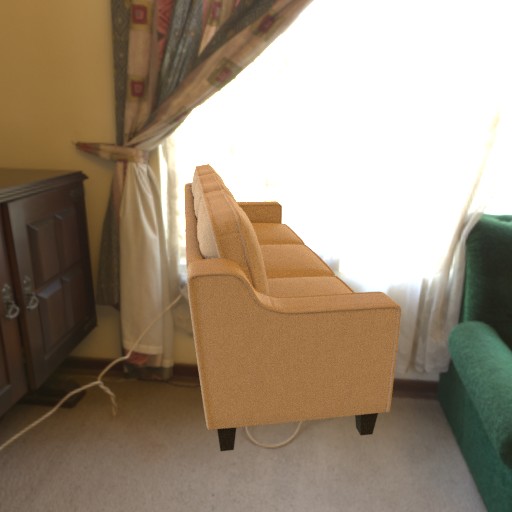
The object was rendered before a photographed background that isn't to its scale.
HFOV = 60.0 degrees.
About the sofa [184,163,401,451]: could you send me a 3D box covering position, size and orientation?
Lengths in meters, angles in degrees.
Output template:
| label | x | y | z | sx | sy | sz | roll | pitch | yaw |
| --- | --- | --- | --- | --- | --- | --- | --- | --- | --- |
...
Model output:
| label | x | y | z | sx | sy | sz | roll | pitch | yaw |
| --- | --- | --- | --- | --- | --- | --- | --- | --- | --- |
| sofa | 0.000 | 0.000 | 2.559 | 0.791 | 0.902 | 2.131 | -3 | 17 | -9 |
